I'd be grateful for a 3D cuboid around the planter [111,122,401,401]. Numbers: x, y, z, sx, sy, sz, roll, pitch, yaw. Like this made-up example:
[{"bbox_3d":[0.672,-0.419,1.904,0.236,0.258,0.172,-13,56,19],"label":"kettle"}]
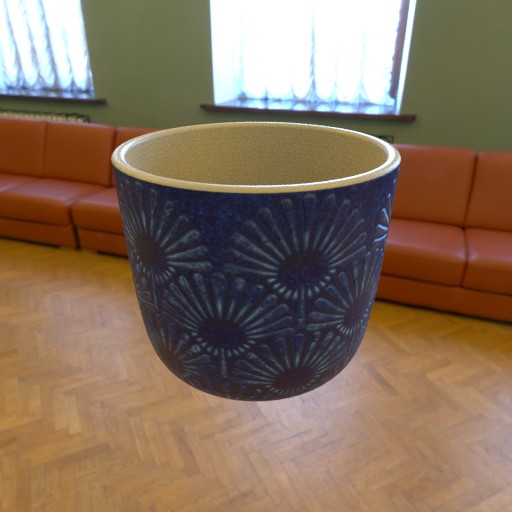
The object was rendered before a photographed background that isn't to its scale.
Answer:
[{"bbox_3d":[0.000,0.000,0.221,0.124,0.109,0.124,0,26,0],"label":"planter"}]
